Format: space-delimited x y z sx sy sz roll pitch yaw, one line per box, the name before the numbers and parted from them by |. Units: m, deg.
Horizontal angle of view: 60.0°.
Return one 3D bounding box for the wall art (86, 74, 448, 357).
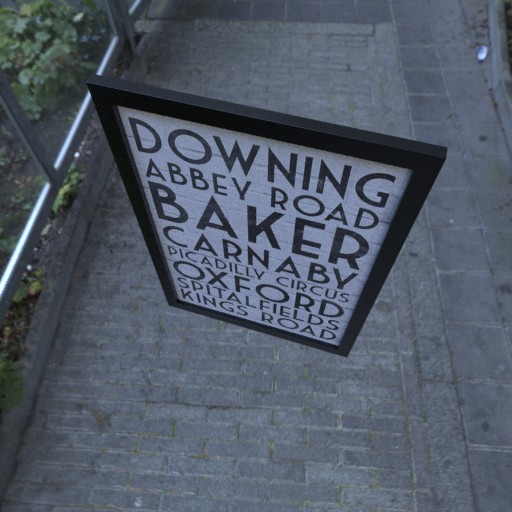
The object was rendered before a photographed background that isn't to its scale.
wall art | 0.000 0.000 0.824 0.462 0.656 0.019 15 58 9
